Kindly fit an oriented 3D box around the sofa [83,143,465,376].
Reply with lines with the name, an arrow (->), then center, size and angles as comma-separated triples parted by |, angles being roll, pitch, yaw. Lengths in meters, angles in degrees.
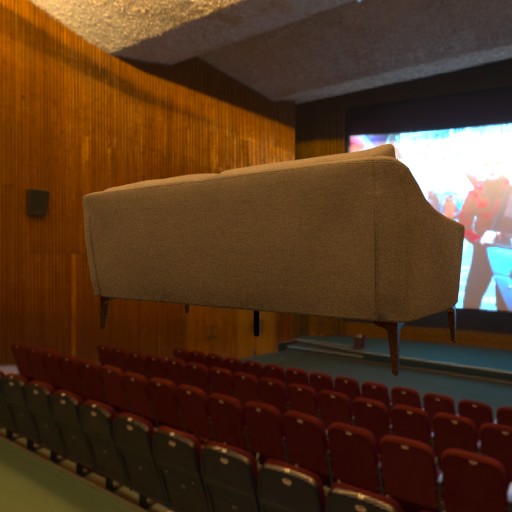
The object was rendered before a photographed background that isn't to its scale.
sofa -> 0.000, 0.000, 2.514 | 2.036, 0.913, 0.980 | 0, 0, 35
